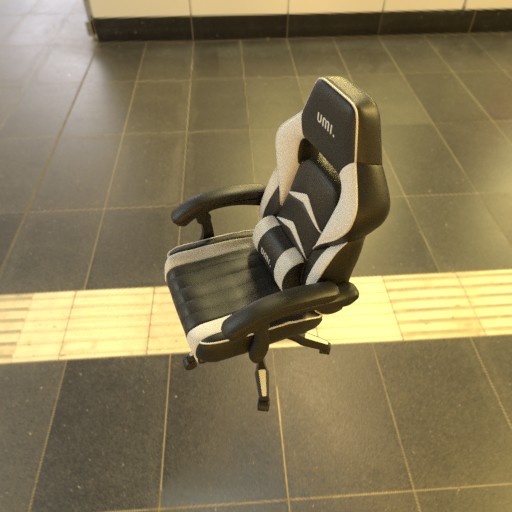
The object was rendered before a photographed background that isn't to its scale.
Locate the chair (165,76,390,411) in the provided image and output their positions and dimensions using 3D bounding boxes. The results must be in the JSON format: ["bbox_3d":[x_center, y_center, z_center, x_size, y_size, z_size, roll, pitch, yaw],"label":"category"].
[{"bbox_3d":[0.000,0.000,1.656,0.700,1.200,0.676,-18,50,-16],"label":"chair"}]
